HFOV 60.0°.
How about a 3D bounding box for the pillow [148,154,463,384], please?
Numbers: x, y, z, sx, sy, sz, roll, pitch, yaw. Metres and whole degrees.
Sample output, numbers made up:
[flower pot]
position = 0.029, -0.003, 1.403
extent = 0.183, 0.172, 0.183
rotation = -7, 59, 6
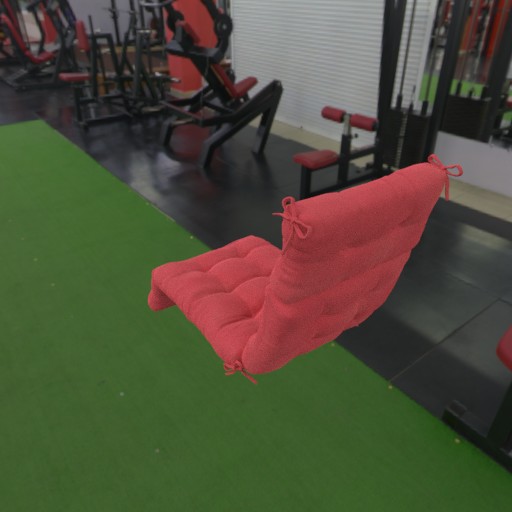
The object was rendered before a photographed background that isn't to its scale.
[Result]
[pillow]
position = 0.000, 0.000, 1.498
extent = 0.526, 0.863, 1.016
rotation = -20, 37, -29
